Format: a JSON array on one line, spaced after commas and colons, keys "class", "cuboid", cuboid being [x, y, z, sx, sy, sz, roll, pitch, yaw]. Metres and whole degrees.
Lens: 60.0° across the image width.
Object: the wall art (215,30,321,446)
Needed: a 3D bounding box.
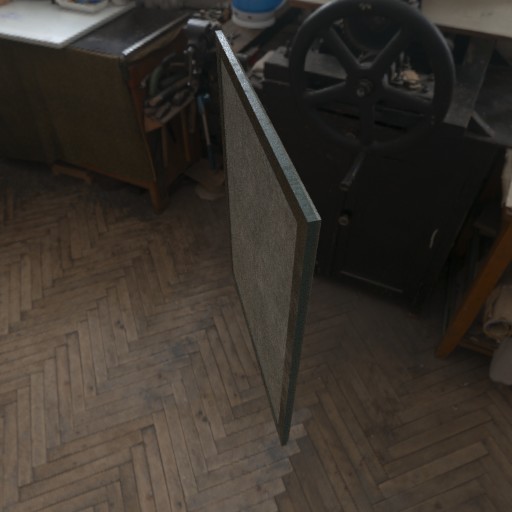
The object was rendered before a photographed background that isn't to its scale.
[{"class": "wall art", "cuboid": [0.000, 0.000, 1.303, 0.030, 0.983, 0.767, -11, 49, -10]}]
